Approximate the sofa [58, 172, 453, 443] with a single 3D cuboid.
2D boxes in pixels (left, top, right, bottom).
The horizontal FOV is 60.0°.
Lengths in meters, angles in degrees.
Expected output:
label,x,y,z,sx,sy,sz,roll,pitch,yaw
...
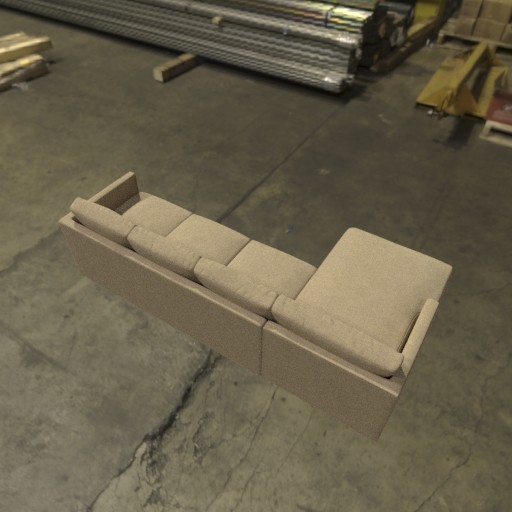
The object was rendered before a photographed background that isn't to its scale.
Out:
label,x,y,z,sx,sy,sz,roll,pitch,yaw
sofa,0.000,0.000,4.050,3.198,0.920,1.638,24,50,22
